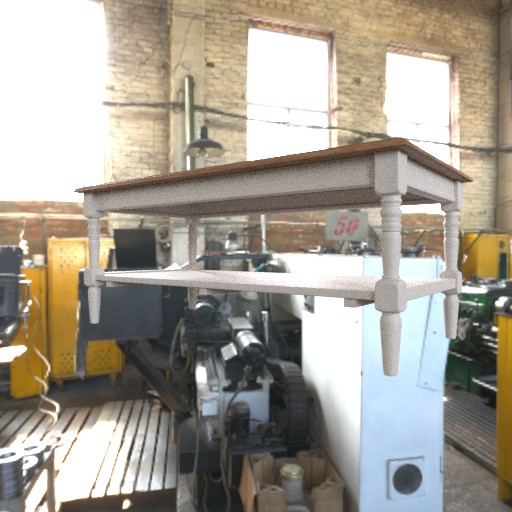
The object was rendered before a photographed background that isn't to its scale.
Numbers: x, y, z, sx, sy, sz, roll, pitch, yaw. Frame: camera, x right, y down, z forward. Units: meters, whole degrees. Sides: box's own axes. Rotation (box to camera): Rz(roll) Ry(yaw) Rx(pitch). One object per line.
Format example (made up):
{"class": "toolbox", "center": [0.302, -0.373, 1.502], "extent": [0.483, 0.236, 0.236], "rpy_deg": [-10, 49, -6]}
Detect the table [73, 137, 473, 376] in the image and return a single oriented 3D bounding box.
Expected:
{"class": "table", "center": [0.000, 0.000, 1.372], "extent": [1.118, 0.458, 0.559], "rpy_deg": [1, 1, 37]}
